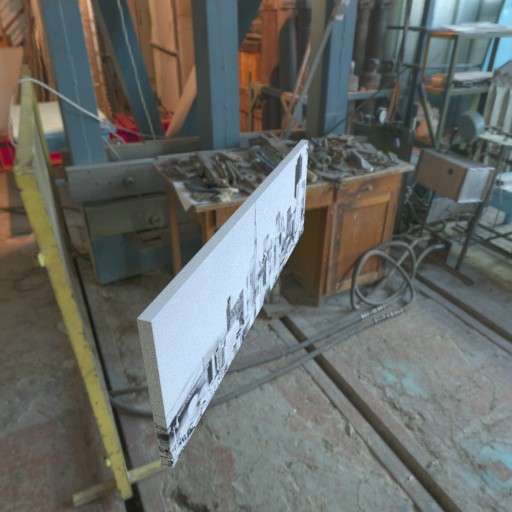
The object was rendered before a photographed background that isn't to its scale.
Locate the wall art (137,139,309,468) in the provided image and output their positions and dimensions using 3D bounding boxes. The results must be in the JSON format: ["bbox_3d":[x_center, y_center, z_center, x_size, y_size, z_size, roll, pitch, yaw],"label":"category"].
[{"bbox_3d":[0.000,0.000,1.715,0.039,0.507,1.520,10,31,16],"label":"wall art"}]
